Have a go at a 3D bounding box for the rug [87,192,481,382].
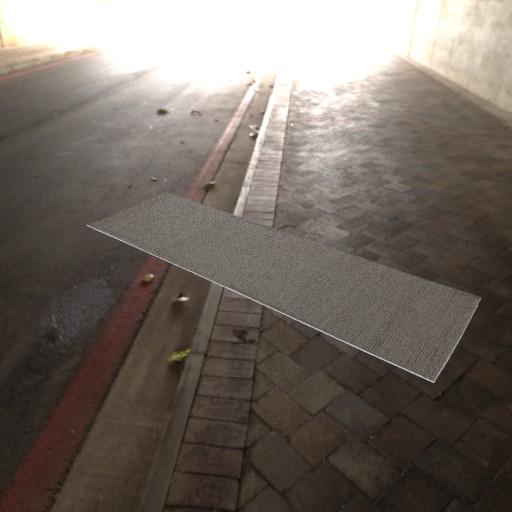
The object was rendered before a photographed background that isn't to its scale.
[{"bbox_3d":[0.000,0.000,2.669,2.390,0.014,0.741,21,36,32],"label":"rug"}]
